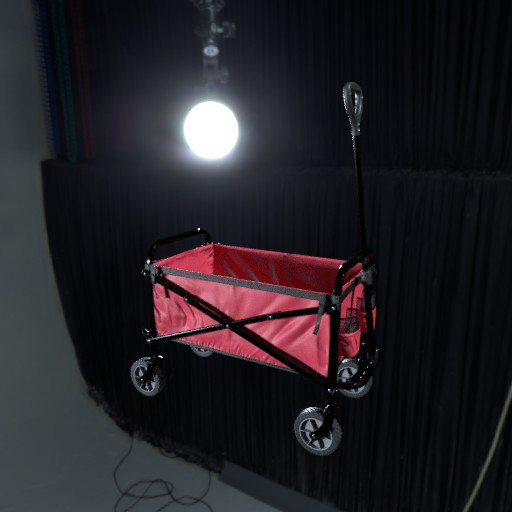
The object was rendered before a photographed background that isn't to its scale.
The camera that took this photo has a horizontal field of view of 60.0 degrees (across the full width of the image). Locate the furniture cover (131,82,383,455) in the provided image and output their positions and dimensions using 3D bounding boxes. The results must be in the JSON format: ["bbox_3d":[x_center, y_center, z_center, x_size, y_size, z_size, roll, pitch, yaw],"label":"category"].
[{"bbox_3d":[0.000,0.000,1.822,1.038,1.295,0.532,8,16,28],"label":"furniture cover"}]
